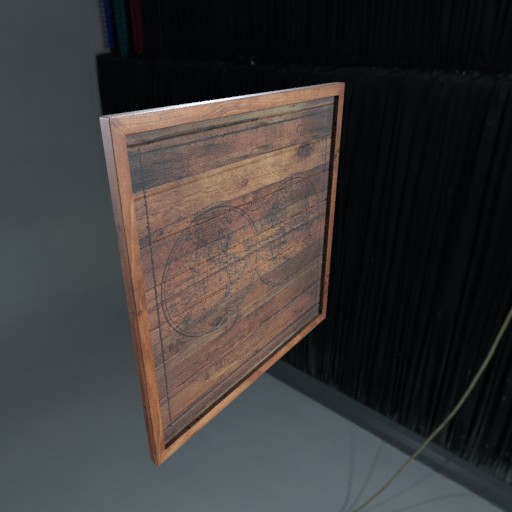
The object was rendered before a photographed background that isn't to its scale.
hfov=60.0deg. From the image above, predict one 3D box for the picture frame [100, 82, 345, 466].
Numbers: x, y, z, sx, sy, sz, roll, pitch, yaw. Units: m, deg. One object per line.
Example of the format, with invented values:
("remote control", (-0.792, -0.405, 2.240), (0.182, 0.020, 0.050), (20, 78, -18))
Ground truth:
("picture frame", (0.000, 0.000, 1.189), (0.029, 0.817, 0.810), (19, 32, 33))
